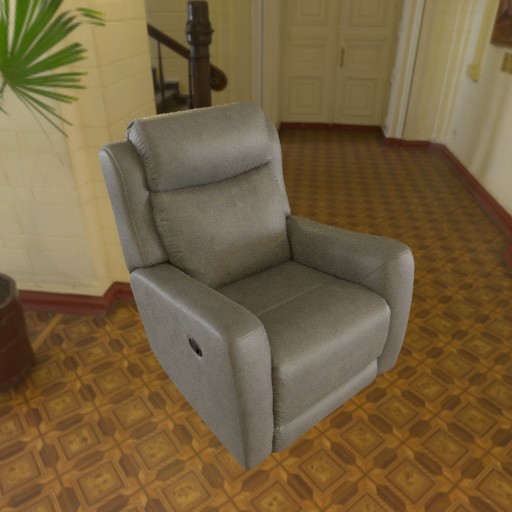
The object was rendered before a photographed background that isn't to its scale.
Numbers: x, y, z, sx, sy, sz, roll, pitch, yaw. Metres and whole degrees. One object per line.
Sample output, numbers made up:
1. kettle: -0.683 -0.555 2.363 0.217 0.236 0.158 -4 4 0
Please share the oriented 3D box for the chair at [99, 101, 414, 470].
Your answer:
1. chair: 0.000 0.000 1.947 0.965 1.116 1.068 -21 36 -32
